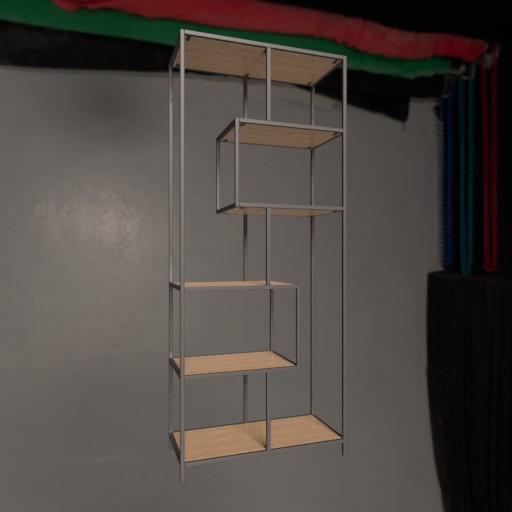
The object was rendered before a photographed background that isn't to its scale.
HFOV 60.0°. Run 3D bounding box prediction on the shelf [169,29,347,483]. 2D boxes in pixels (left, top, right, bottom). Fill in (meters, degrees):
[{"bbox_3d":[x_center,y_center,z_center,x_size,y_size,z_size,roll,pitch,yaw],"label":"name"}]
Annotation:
[{"bbox_3d":[0.000,0.000,2.094,0.770,1.850,0.350,0,0,-19],"label":"shelf"}]
